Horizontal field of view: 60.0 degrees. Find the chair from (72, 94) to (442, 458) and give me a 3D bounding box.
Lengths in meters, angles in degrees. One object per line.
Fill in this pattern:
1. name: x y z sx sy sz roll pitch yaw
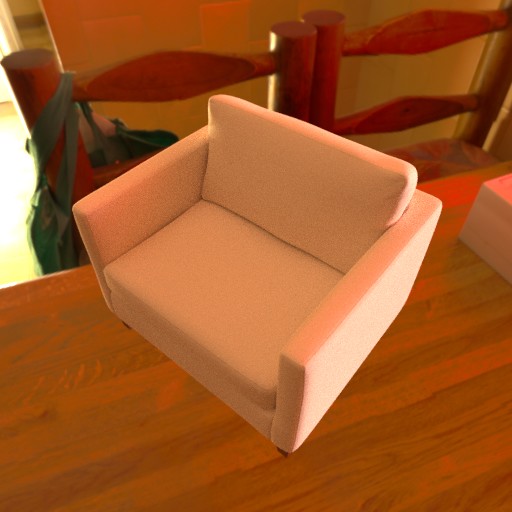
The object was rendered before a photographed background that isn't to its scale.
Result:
1. chair: 0.000 0.000 1.705 1.019 0.885 0.878 31 54 26
